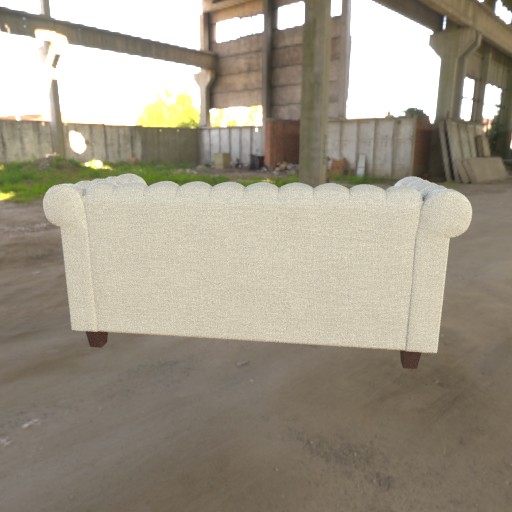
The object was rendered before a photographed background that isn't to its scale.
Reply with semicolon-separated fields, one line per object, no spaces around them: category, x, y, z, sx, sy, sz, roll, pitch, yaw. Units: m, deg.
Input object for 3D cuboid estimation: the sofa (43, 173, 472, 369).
sofa;0.000;0.000;2.270;1.798;0.797;0.783;2;14;8
